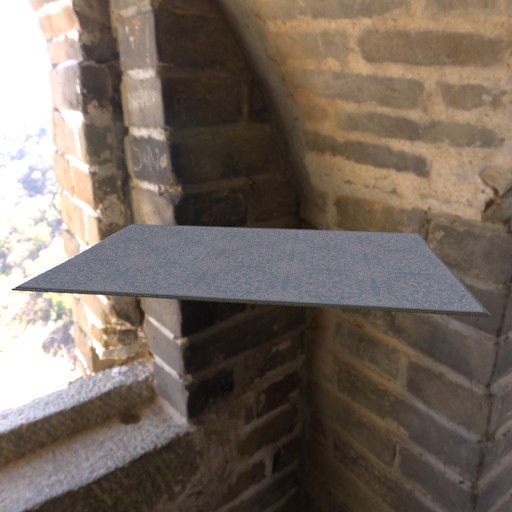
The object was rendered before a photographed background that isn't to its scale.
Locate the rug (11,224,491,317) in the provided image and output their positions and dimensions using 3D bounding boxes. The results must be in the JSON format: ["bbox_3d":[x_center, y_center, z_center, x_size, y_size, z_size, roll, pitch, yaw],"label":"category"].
[{"bbox_3d":[0.000,0.000,3.365,2.746,0.018,1.819,2,17,8],"label":"rug"}]
